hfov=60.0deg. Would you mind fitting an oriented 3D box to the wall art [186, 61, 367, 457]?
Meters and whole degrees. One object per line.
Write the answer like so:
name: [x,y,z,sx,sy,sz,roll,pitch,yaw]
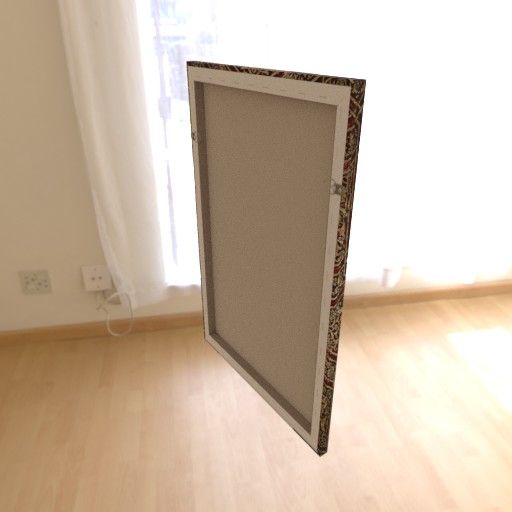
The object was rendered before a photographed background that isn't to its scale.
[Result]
wall art: [0.000,0.000,0.766,0.020,0.599,0.397,-18,32,-31]
